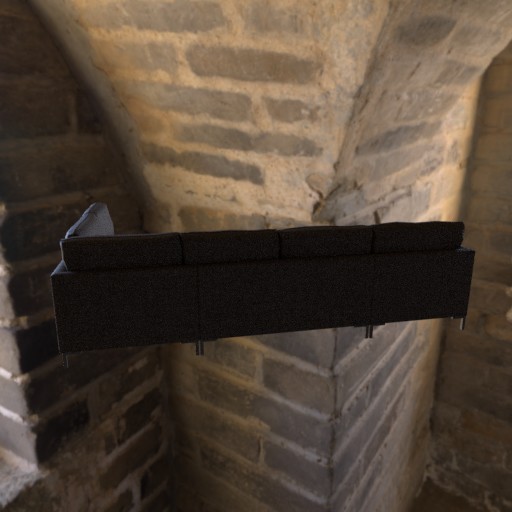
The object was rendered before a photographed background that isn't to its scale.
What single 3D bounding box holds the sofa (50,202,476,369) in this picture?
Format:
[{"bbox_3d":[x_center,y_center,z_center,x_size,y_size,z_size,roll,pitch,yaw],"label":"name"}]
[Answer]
[{"bbox_3d":[0.000,0.000,4.415,3.423,0.999,2.048,-3,16,-12],"label":"sofa"}]
